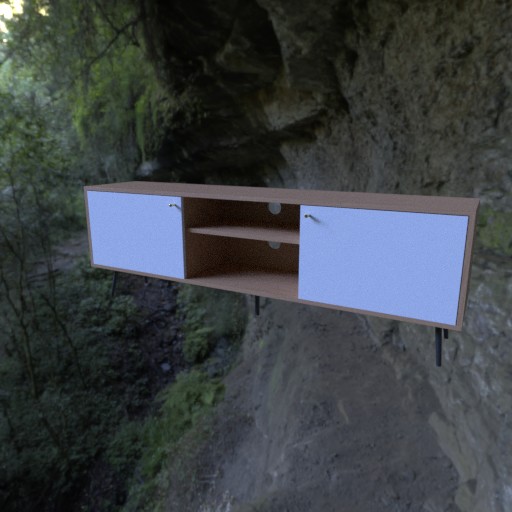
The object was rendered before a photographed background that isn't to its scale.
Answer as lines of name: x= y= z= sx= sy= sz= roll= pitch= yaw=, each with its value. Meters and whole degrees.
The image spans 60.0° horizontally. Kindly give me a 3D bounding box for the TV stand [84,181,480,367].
TV stand: x=0.000 y=0.000 z=2.021 sx=1.760 sy=0.580 sz=0.400 roll=7 pitch=16 yaw=27
